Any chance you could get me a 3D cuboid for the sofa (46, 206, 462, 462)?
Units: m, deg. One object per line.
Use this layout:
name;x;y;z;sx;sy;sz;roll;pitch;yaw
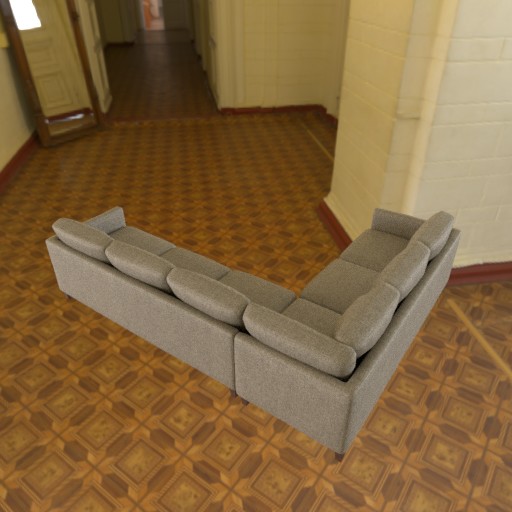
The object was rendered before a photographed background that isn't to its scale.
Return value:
sofa;0.000;0.000;4.496;3.302;0.947;2.593;21;39;29
